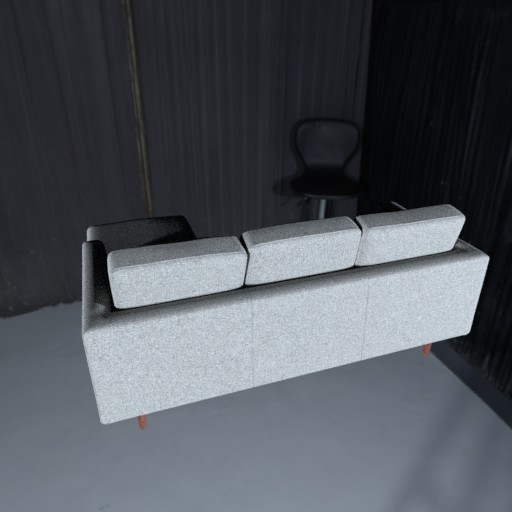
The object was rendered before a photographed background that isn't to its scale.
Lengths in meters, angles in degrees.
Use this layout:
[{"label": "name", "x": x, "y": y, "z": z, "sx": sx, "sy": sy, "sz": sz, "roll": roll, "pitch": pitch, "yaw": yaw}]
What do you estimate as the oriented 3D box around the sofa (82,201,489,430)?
[{"label": "sofa", "x": 0.000, "y": 0.000, "z": 2.845, "sx": 2.055, "sy": 0.957, "sz": 1.667, "roll": -9, "pitch": 29, "yaw": -17}]
